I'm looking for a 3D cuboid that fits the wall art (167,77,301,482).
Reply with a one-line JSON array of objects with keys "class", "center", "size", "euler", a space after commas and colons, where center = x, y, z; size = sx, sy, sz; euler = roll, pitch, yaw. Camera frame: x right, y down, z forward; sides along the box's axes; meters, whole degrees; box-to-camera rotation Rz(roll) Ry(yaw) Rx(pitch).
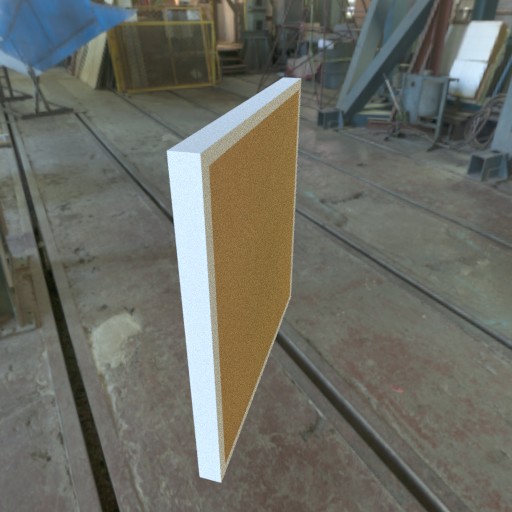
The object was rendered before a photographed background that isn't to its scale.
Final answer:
[{"class": "wall art", "center": [0.000, 0.000, 0.763], "size": [0.035, 0.507, 0.508], "euler": [8, 31, 14]}]
